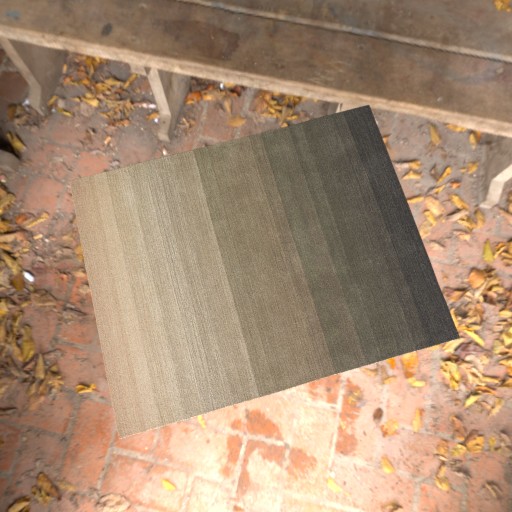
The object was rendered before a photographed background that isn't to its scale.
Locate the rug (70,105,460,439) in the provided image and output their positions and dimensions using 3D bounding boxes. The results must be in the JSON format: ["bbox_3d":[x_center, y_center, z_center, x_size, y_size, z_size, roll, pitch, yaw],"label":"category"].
[{"bbox_3d":[0.000,0.000,3.913,2.932,0.015,2.315,-15,76,-4],"label":"rug"}]
